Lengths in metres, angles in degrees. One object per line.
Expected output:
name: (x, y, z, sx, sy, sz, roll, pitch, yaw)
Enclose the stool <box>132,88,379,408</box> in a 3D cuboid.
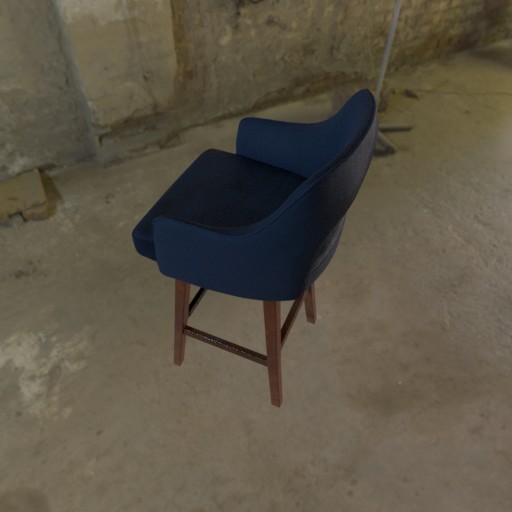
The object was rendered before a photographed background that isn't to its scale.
stool: (0.000, 0.000, 1.402, 0.560, 1.041, 0.550, 18, 50, 16)
